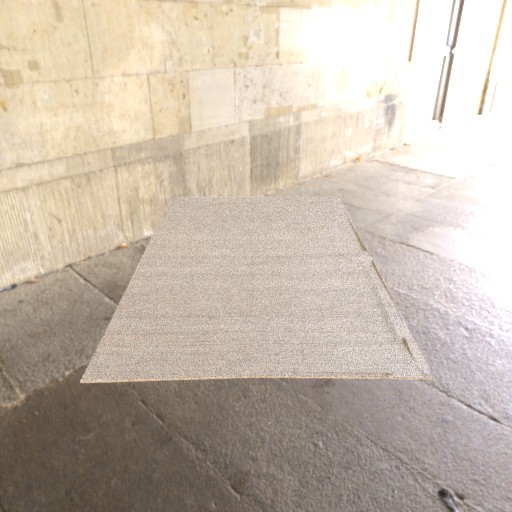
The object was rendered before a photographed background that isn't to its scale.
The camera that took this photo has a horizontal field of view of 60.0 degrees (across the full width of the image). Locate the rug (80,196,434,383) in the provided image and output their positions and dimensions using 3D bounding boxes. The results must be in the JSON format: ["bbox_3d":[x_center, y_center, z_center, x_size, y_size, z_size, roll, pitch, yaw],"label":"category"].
[{"bbox_3d":[0.000,0.000,2.273,1.179,0.022,1.820,0,27,0],"label":"rug"}]
